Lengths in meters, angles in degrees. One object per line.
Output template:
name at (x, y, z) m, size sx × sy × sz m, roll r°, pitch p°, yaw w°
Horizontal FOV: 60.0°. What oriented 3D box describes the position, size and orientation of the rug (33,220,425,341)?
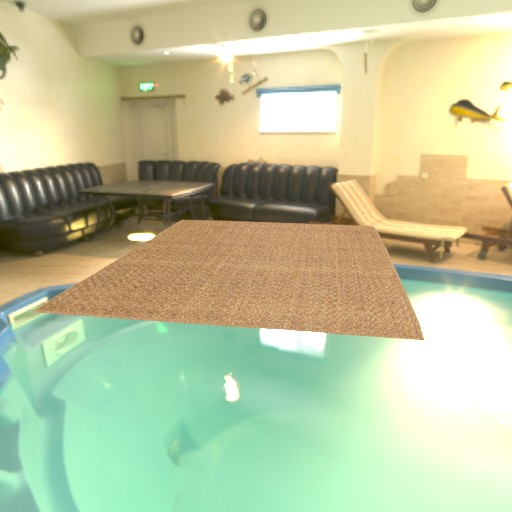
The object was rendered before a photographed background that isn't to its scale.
rug at (0.000, 0.000, 4.087) m, size 2.439 × 0.013 × 3.048 m, roll 3°, pitch 16°, yaw 9°
